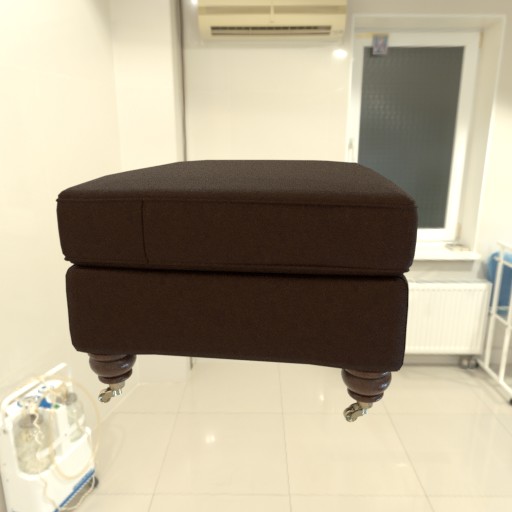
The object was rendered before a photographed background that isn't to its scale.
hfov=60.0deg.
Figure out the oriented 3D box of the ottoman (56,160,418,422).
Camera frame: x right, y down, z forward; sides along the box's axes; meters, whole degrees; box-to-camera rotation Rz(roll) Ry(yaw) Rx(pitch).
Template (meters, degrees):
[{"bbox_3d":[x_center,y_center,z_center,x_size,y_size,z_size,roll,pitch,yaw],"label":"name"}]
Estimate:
[{"bbox_3d":[0.000,0.000,1.767,0.967,0.730,1.187,2,15,7],"label":"ottoman"}]
